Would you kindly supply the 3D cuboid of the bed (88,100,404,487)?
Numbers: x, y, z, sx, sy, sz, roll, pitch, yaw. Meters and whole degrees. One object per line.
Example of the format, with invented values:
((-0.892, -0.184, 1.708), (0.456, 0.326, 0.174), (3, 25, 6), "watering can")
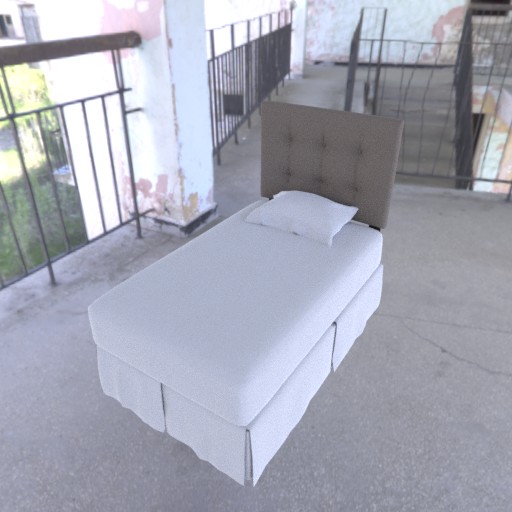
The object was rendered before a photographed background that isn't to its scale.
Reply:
((0.000, 0.000, 2.986), (1.261, 1.571, 1.997), (19, 36, 29), "bed")
